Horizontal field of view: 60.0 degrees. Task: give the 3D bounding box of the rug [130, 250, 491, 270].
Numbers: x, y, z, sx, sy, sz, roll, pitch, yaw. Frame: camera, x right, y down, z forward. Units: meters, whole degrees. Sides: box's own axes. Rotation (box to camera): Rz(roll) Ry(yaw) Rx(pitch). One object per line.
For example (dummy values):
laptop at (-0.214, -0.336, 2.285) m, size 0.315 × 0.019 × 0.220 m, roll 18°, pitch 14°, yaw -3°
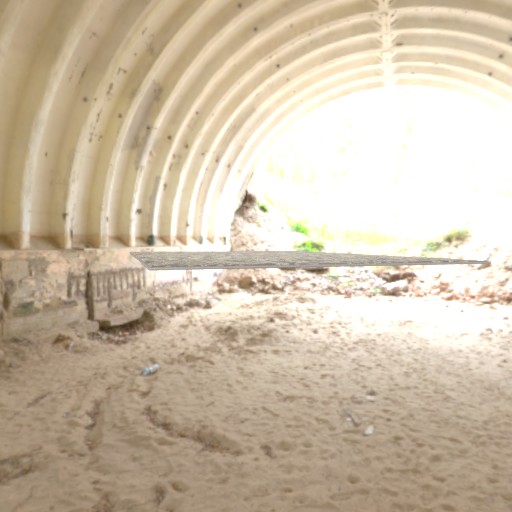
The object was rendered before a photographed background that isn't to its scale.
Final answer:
rug at (0.000, 0.000, 3.443) m, size 1.819 × 0.018 × 2.746 m, roll -1°, pitch 2°, yaw -18°
